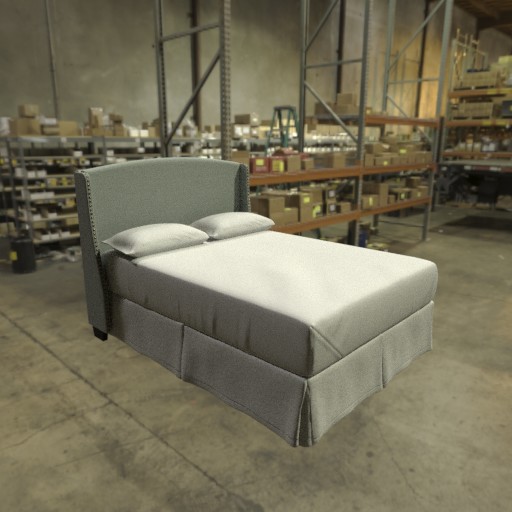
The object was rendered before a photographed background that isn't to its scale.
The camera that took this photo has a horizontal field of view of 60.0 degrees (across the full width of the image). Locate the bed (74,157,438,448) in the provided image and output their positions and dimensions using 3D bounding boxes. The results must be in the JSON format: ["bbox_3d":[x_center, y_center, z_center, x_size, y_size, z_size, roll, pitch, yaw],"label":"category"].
[{"bbox_3d":[0.000,0.000,3.373,2.237,1.407,1.710,14,20,42],"label":"bed"}]
